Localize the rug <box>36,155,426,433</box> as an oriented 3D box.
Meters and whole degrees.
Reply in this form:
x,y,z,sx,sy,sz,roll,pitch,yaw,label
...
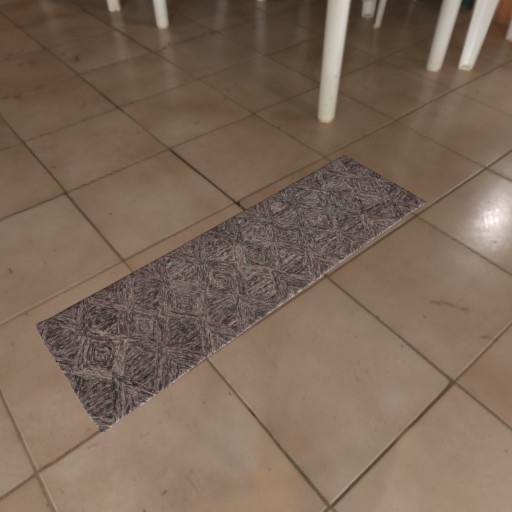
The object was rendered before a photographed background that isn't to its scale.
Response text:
x,y,z,sx,sy,sz,roll,pitch,yaw,label
0.000,0.000,2.537,2.305,0.013,0.719,-32,54,-27,rug
